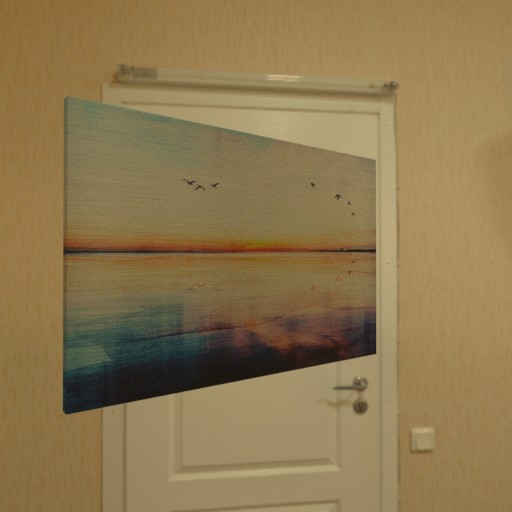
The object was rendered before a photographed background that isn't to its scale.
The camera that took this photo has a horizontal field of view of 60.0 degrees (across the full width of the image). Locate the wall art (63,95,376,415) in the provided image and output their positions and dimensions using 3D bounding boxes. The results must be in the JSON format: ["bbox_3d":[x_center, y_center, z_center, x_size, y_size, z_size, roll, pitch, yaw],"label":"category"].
[{"bbox_3d":[0.000,0.000,0.743,0.604,0.402,0.018,0,-1,-36],"label":"wall art"}]
